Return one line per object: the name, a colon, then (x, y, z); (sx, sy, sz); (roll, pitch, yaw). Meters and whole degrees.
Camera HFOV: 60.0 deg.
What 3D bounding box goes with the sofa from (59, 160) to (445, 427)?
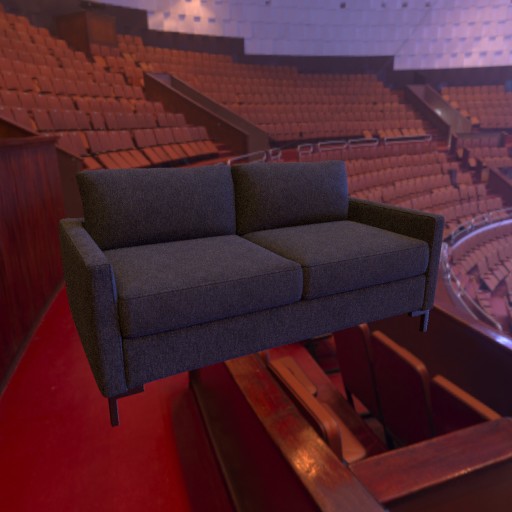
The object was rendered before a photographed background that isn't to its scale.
sofa: (0.000, 0.000, 2.201); (1.716, 0.862, 0.866); (-9, 19, -27)
